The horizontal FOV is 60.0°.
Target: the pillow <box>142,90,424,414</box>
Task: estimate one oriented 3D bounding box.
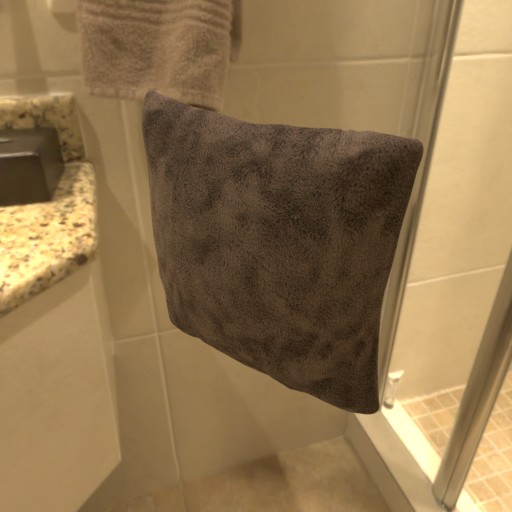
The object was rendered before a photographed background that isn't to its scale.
[{"bbox_3d":[0.000,0.000,0.802,0.522,0.520,0.204,19,35,30],"label":"pillow"}]
